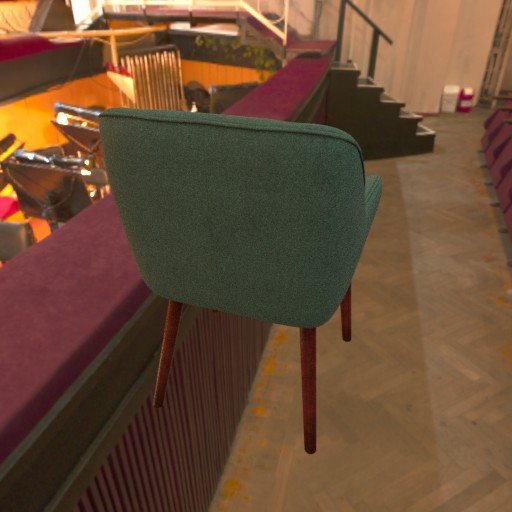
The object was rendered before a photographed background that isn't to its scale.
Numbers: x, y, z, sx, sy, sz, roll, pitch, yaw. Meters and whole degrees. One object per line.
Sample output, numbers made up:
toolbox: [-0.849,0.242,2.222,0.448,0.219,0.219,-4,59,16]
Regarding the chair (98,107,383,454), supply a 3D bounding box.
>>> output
chair: [0.000,0.000,1.119,0.543,0.803,0.519,10,32,16]
